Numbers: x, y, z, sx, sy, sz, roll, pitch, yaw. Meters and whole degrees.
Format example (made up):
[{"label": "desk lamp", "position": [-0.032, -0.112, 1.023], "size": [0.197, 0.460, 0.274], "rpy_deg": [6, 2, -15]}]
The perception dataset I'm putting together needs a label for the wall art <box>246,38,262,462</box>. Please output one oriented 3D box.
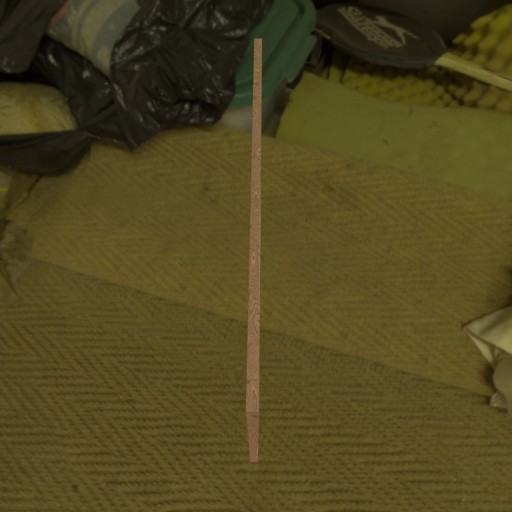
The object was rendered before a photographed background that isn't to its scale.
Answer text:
[{"label": "wall art", "position": [0.000, 0.000, 1.161], "size": [0.019, 0.626, 0.917], "rpy_deg": [1, 59, 0]}]
